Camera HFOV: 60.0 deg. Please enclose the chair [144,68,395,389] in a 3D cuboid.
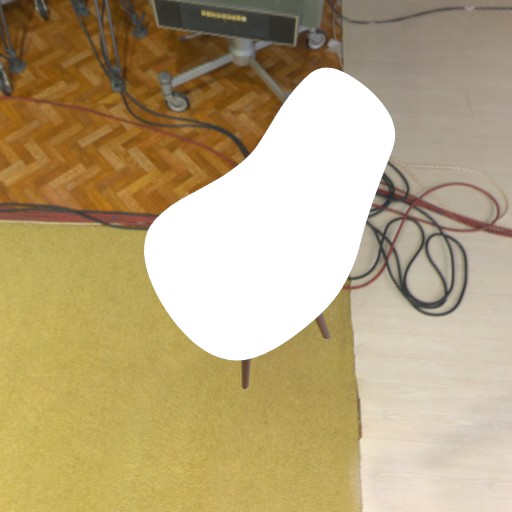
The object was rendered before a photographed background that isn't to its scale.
[{"bbox_3d":[0.000,0.000,1.156,0.533,0.826,0.470,-32,68,-15],"label":"chair"}]
